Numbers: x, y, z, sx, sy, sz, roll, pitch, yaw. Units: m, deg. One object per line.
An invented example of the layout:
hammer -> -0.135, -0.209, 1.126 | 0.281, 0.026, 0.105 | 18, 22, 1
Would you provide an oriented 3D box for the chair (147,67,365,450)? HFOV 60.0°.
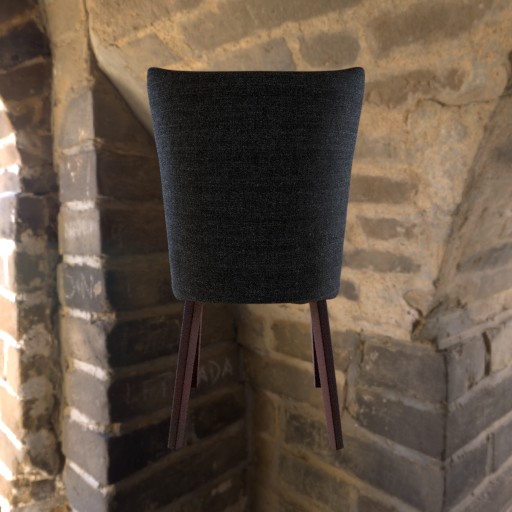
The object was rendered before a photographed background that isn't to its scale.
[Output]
chair -> 0.000, 0.000, 1.262 | 0.535, 0.924, 0.623 | 0, 1, 0
